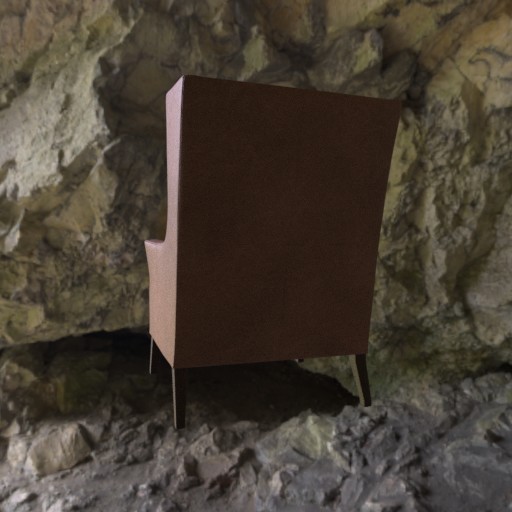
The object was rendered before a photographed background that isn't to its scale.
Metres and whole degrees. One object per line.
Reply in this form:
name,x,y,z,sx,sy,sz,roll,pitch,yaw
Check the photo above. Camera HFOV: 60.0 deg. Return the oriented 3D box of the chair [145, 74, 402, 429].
chair,0.000,0.000,1.750,0.815,1.088,0.913,0,0,-18
